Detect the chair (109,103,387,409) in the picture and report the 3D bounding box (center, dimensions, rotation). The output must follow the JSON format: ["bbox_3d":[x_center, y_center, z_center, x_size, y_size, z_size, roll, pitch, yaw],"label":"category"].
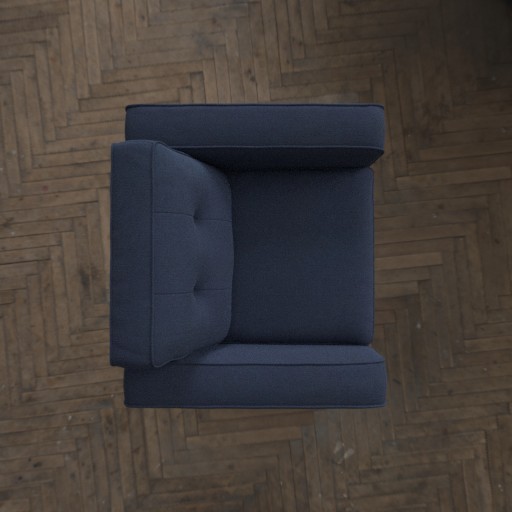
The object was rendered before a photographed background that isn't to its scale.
[{"bbox_3d":[0.000,0.000,1.753,0.953,0.783,1.118,0,89,0],"label":"chair"}]
